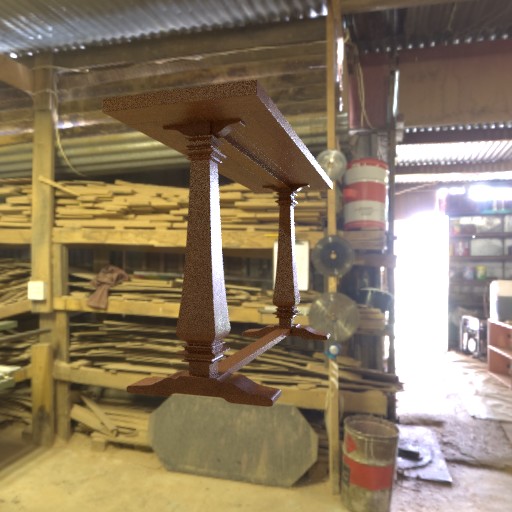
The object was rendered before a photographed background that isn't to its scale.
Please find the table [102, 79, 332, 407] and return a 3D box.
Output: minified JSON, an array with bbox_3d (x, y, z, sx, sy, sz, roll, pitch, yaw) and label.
[{"bbox_3d":[0.000,0.000,1.865,0.461,0.852,1.478,0,-1,17],"label":"table"}]
